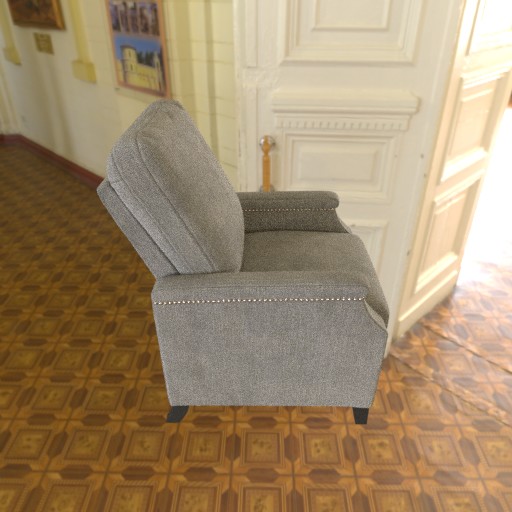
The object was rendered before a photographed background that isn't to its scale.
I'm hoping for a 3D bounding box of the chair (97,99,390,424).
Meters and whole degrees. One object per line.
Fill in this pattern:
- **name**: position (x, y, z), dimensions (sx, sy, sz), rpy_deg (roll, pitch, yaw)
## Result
- **chair**: position (0.000, 0.000, 1.668), dimensions (0.922, 1.049, 0.710), rpy_deg (0, 32, 0)
